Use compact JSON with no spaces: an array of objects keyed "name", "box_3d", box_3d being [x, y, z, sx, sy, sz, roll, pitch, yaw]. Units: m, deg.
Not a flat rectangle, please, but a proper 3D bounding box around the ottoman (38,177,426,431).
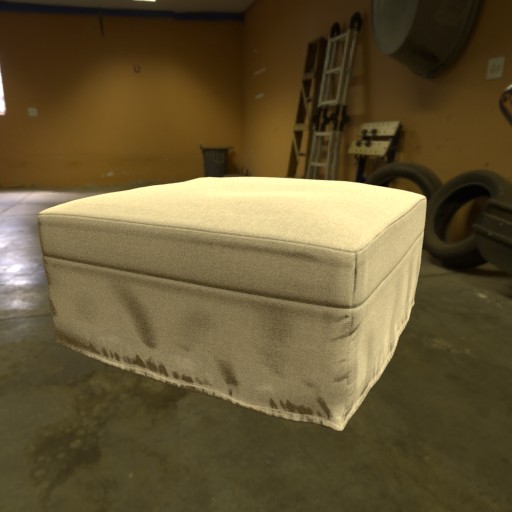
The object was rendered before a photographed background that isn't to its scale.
[{"name":"ottoman","box_3d":[0.000,0.000,1.308,0.840,0.436,0.843,8,17,27]}]
